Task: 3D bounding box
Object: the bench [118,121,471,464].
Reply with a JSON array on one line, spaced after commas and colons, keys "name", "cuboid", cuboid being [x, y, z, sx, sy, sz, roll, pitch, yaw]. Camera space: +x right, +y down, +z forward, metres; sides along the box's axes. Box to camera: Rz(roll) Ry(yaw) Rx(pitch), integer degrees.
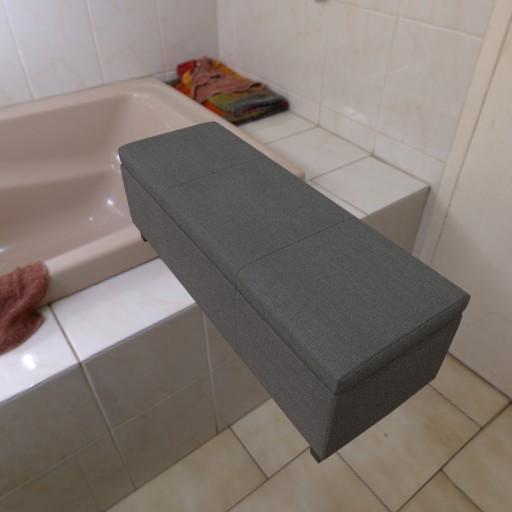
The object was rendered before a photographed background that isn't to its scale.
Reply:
[{"name": "bench", "cuboid": [0.000, 0.000, 1.509, 0.446, 0.438, 1.269, -24, 46, -25]}]
